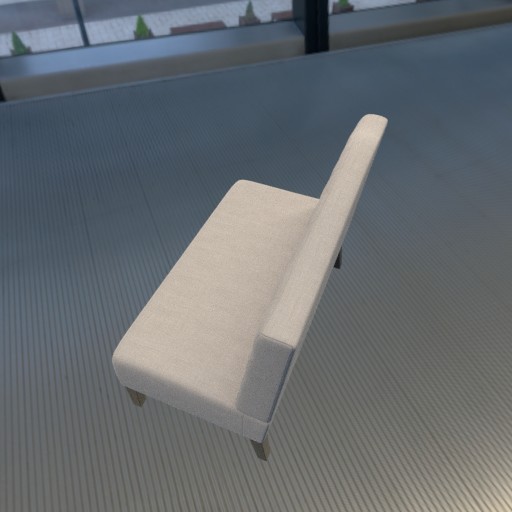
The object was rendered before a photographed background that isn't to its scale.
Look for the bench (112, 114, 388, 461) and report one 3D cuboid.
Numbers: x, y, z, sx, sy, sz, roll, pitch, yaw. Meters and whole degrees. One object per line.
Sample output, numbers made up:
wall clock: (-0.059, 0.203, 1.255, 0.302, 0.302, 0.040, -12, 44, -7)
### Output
bench: (0.000, 0.000, 2.062, 0.815, 1.180, 1.335, 17, 49, 15)
